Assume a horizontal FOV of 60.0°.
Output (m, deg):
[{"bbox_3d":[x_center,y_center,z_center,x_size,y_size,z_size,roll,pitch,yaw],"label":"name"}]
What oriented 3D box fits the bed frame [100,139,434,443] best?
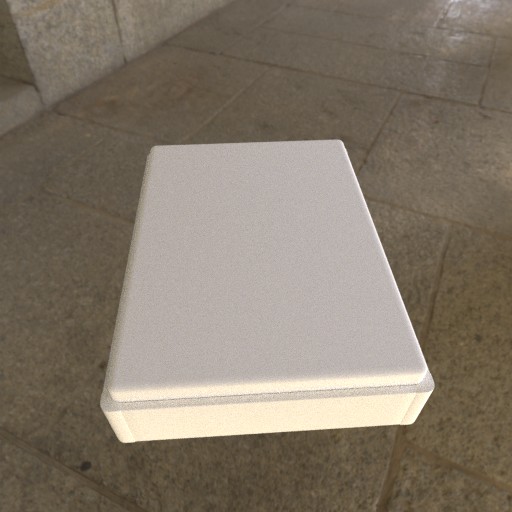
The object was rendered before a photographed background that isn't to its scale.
[{"bbox_3d":[0.000,0.000,2.564,1.400,0.406,1.900,-3,46,-3],"label":"bed frame"}]
